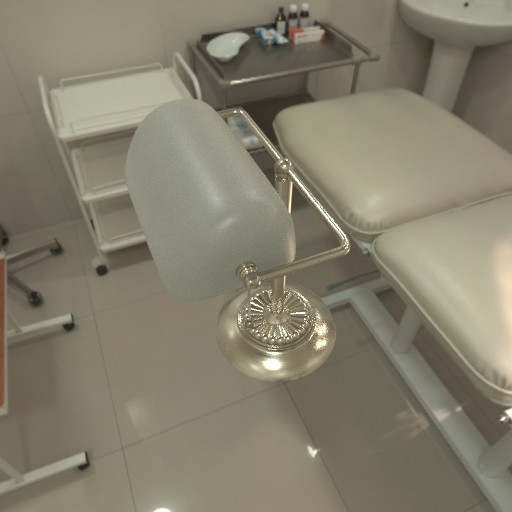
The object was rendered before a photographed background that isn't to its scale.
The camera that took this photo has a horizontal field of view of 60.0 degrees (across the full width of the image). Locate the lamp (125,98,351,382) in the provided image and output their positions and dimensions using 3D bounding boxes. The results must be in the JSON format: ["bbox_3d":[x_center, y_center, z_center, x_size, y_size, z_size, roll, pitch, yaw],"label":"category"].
[{"bbox_3d":[0.000,0.000,0.532,0.243,0.339,0.264,-17,49,-16],"label":"lamp"}]
